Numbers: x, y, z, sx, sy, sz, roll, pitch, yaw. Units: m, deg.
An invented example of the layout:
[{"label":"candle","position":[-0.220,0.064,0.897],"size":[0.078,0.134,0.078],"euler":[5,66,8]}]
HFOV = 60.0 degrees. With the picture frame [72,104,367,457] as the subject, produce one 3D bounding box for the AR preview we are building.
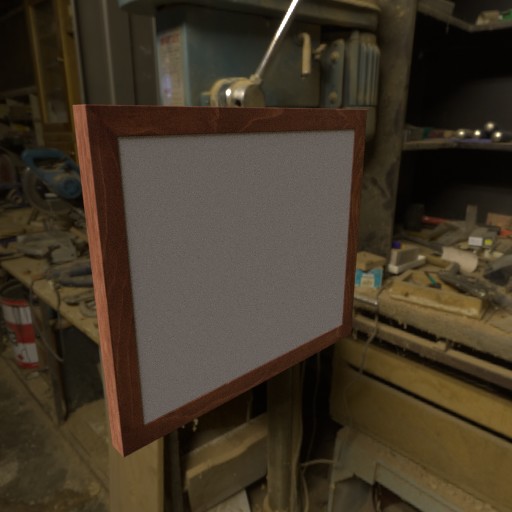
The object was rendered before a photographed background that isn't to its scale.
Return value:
[{"label":"picture frame","position":[0.000,0.000,0.521],"size":[0.381,0.330,0.025],"euler":[-16,23,-41]}]
